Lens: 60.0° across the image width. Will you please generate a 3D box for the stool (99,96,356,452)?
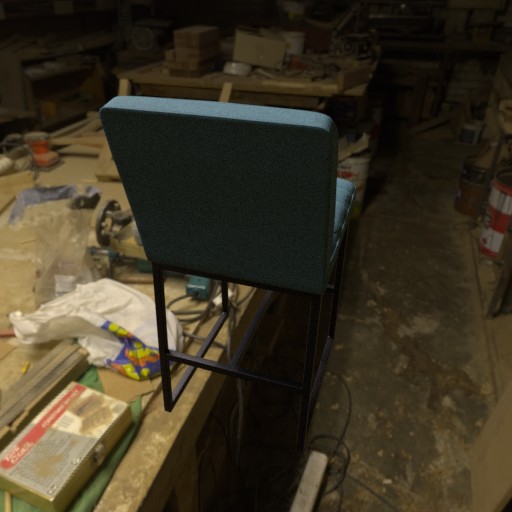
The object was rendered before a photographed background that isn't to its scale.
[{"bbox_3d":[0.000,0.000,1.240,0.460,0.940,0.560,10,34,16],"label":"stool"}]
